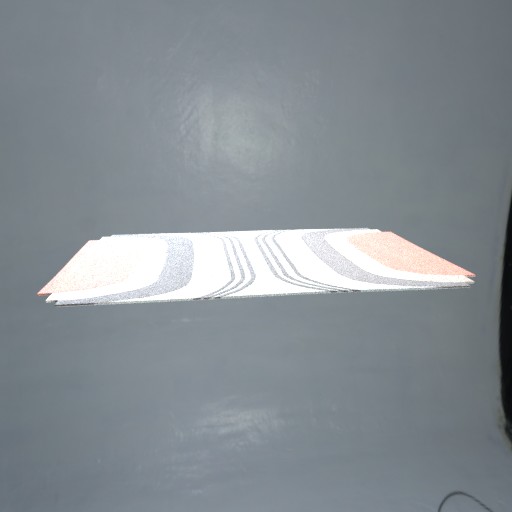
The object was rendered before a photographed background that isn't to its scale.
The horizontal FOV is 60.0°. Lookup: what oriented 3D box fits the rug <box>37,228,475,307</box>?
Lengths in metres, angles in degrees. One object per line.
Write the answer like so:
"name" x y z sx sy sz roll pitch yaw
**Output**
"rug" 0.000 0.000 3.007 2.446 0.017 1.530 -2 16 -7
